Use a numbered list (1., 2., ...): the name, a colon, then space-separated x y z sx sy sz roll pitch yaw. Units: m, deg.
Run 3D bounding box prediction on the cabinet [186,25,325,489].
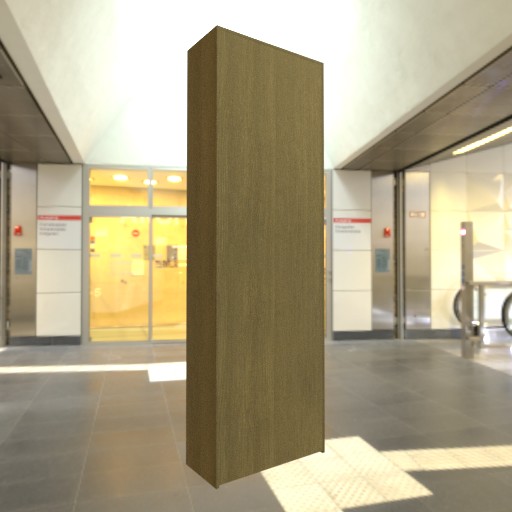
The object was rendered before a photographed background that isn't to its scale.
1. cabinet: 0.000 0.000 1.809 0.520 1.630 0.255 1 -1 -35
